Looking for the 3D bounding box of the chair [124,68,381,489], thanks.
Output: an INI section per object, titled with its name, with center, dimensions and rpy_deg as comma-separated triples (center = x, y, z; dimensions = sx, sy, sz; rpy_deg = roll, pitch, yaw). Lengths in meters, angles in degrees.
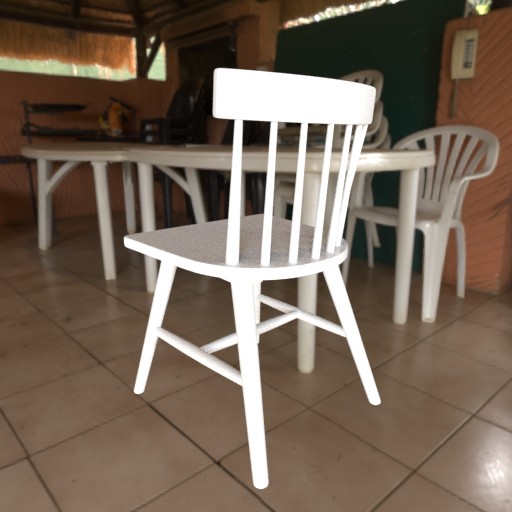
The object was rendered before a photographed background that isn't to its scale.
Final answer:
[chair]
center = 0.000, 0.000, 1.094
dimensions = 0.483, 0.787, 0.500
rpy_deg = -14, 20, -42
